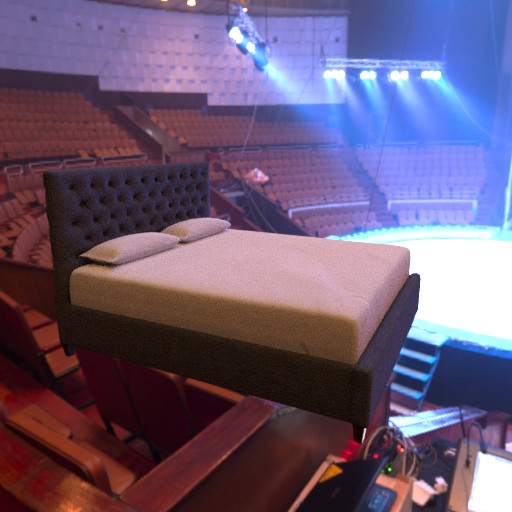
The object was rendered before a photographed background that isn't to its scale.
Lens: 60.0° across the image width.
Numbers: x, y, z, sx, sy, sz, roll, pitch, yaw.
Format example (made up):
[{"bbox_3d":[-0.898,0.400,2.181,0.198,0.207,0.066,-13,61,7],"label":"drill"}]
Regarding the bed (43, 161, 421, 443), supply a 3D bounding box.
[{"bbox_3d":[0.000,0.000,3.642,2.387,1.427,2.078,7,16,26],"label":"bed"}]
